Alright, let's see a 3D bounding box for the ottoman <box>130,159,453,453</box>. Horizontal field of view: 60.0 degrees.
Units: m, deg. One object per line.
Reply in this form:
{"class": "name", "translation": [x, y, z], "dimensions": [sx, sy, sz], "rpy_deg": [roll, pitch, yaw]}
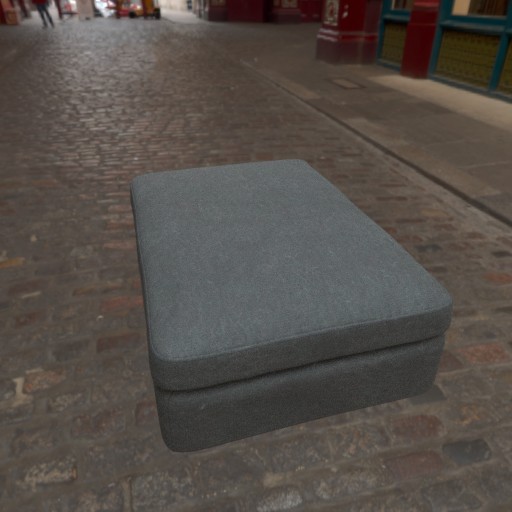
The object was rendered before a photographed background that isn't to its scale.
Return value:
{"class": "ottoman", "translation": [0.000, 0.000, 1.633], "dimensions": [0.840, 0.429, 1.199], "rpy_deg": [-9, 33, -14]}
